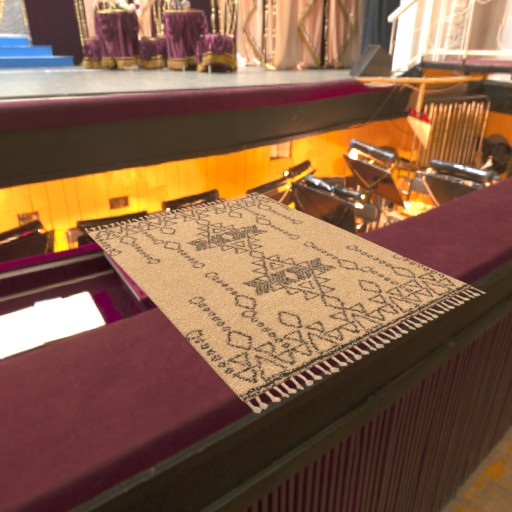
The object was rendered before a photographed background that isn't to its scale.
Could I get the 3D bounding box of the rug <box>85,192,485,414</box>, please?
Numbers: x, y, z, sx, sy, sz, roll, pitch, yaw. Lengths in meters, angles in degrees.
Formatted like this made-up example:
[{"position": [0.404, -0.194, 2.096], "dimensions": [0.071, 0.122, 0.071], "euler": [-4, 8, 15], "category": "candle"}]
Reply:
[{"position": [0.000, 0.000, 3.905], "dimensions": [2.125, 0.028, 3.027], "euler": [-17, 31, -31], "category": "rug"}]
